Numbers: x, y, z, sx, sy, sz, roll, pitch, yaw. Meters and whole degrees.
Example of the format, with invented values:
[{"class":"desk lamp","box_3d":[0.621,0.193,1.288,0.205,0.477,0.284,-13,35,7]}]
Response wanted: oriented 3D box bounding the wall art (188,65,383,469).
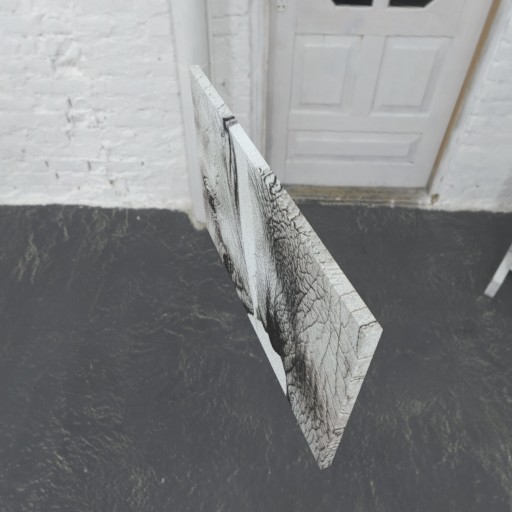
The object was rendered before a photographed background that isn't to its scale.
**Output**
[{"class":"wall art","box_3d":[0.000,0.000,1.429,0.035,0.758,1.141,-17,50,-15]}]
